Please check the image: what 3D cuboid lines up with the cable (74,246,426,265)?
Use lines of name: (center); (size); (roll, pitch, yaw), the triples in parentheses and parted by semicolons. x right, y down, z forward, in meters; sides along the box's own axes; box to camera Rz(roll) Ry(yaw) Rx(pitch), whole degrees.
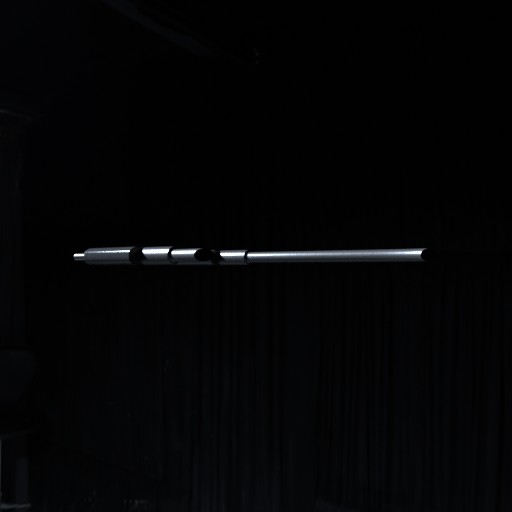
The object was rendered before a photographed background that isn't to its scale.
cable: (0.000, 0.000, 0.111); (0.098, 0.005, 0.041); (-1, -2, 36)
